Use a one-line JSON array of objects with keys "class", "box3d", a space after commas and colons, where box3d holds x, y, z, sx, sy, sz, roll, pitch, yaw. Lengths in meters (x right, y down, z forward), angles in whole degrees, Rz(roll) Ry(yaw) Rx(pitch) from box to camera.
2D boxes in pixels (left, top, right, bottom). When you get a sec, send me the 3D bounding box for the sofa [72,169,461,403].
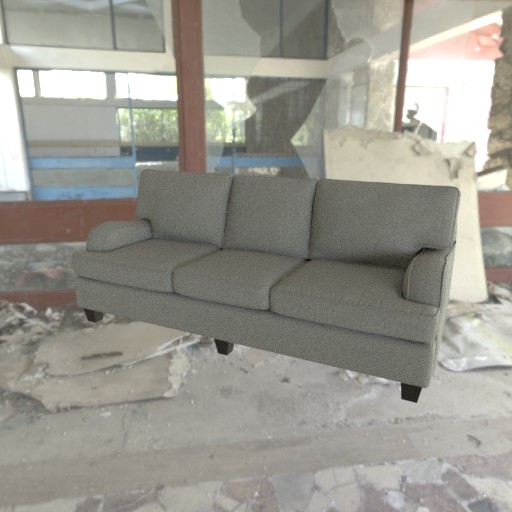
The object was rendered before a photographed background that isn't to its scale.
[{"class": "sofa", "box3d": [0.000, 0.000, 2.874, 2.323, 0.997, 1.016, 8, 17, 26]}]
